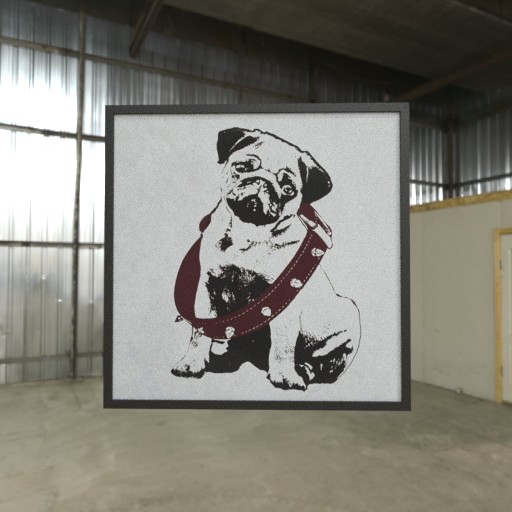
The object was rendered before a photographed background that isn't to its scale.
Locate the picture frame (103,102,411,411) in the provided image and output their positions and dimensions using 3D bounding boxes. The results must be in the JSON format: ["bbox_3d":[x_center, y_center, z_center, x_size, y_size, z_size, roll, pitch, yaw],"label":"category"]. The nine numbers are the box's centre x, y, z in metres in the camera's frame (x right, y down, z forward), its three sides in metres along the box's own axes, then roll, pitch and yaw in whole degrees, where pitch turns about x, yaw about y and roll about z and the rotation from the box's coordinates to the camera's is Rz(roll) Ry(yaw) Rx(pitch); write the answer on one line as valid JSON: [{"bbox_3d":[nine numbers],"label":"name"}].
[{"bbox_3d":[0.000,0.000,1.137,0.775,0.775,0.032,0,-1,1],"label":"picture frame"}]
